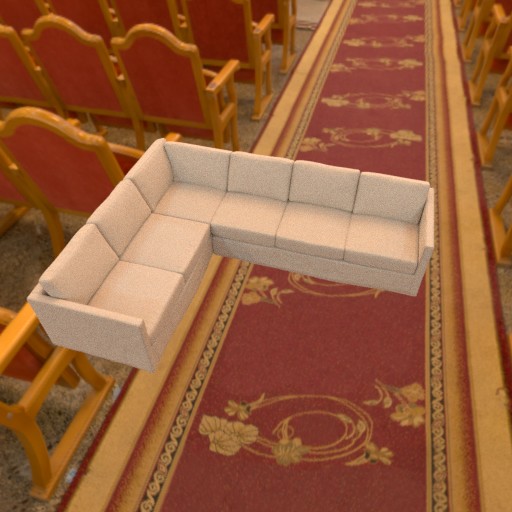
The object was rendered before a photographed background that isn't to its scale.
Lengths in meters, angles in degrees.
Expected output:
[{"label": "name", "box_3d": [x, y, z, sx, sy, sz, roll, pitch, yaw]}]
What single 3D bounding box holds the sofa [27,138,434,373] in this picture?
[{"label": "sofa", "box_3d": [0.000, 0.000, 4.254, 3.182, 0.871, 2.432, 11, 47, 11]}]
